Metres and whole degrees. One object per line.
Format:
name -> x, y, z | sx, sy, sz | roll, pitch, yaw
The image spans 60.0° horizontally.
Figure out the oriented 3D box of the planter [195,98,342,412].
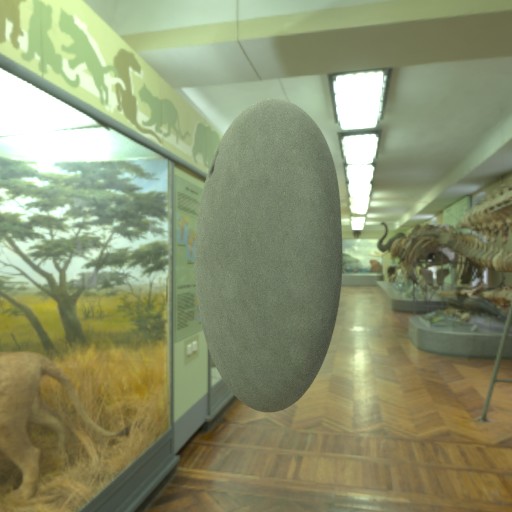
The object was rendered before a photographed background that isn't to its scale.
planter -> 0.000, 0.000, 0.281 | 0.071, 0.188, 0.185 | 0, -1, -18
